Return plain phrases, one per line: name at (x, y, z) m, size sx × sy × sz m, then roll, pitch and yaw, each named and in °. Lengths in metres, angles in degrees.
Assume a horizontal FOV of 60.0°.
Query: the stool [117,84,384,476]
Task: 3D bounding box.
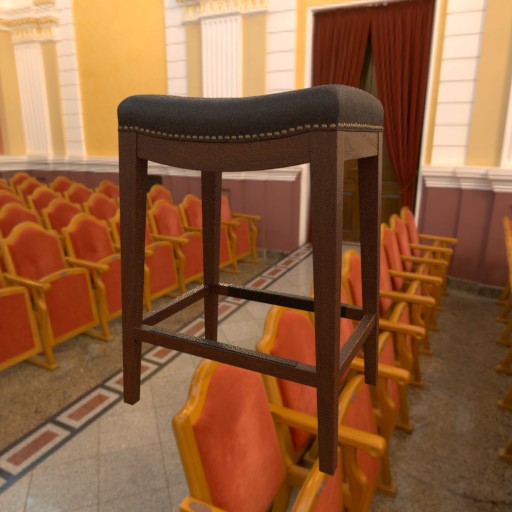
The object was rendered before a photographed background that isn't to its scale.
stool at (0.000, 0.000, 0.956) m, size 0.490 × 0.664 × 0.353 m, roll 8°, pitch 17°, yaw 26°
